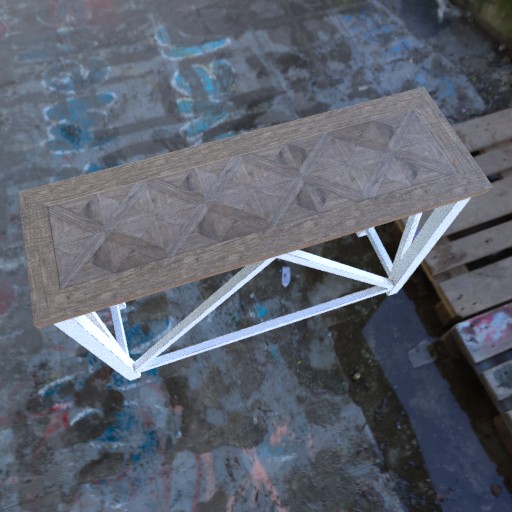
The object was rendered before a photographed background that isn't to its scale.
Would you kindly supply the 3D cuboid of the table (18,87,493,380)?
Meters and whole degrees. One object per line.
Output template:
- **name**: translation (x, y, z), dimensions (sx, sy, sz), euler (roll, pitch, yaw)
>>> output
- **table**: translation (0.000, 0.000, 1.787), dimensions (1.400, 0.930, 0.450), euler (-17, 65, -8)
